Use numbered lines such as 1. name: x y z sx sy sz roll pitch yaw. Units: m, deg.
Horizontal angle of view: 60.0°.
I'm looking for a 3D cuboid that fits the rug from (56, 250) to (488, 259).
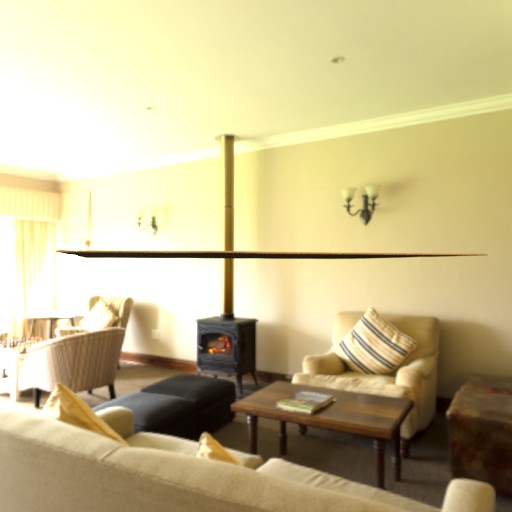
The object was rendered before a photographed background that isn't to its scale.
1. rug: 0.000 0.000 4.408 3.357 0.019 2.449 0 -1 -17
